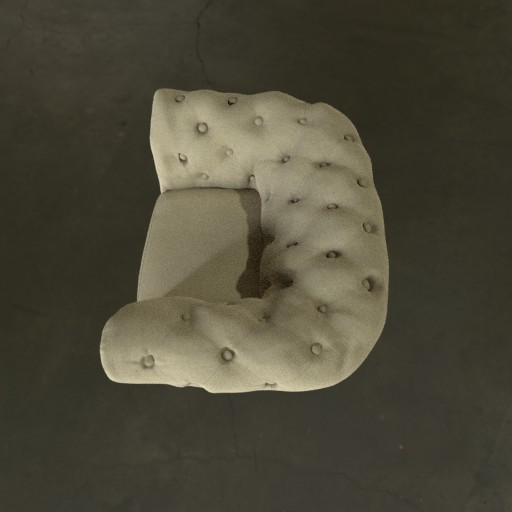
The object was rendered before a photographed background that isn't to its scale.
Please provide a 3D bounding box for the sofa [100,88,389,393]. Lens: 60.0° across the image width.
[{"bbox_3d":[0.000,0.000,2.054,1.034,0.878,1.405,1,59,1],"label":"sofa"}]
